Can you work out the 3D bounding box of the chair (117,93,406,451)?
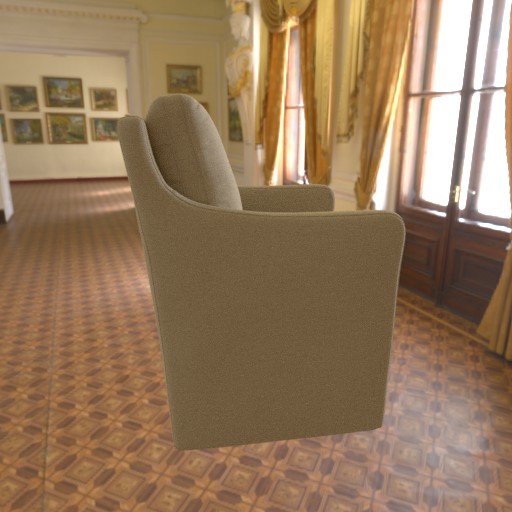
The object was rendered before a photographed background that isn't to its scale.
[{"bbox_3d":[0.000,0.000,1.368,0.694,0.914,0.626,-3,16,-9],"label":"chair"}]
